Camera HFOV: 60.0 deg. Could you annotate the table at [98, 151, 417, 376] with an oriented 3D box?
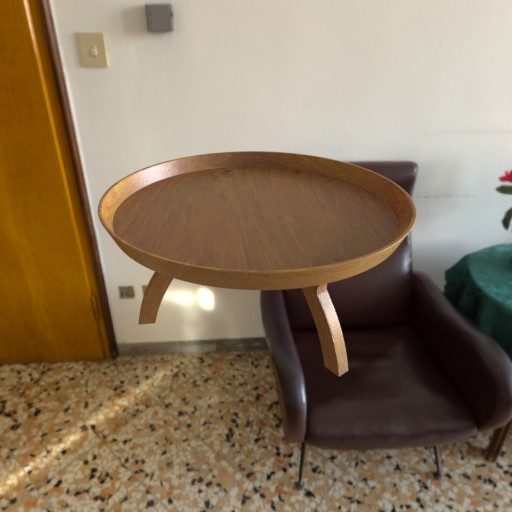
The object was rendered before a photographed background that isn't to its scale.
[{"bbox_3d":[0.000,0.000,1.573,1.016,0.470,1.016,0,29,0],"label":"table"}]
